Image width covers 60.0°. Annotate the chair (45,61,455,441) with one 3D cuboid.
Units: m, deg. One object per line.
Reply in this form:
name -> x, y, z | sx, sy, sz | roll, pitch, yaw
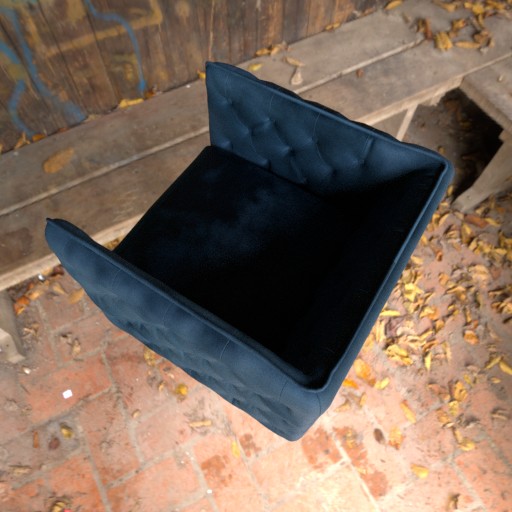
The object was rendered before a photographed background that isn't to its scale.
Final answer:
chair -> 0.000, 0.000, 1.541 | 0.877, 0.771, 0.868 | 29, 66, 15
